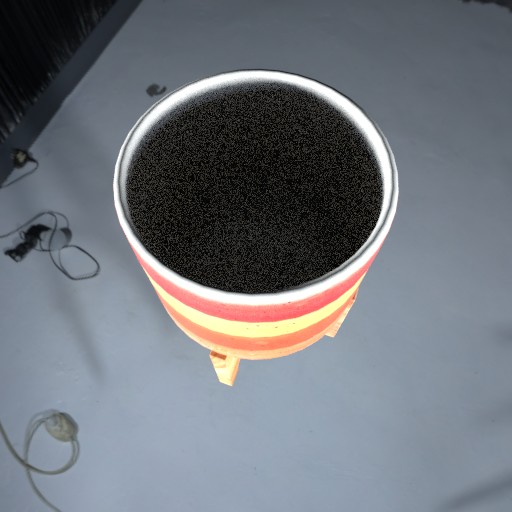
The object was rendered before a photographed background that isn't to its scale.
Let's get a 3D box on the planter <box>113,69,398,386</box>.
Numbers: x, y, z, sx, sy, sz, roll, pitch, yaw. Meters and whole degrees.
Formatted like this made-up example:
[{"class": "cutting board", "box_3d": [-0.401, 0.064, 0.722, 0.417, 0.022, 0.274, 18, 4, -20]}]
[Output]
[{"class": "planter", "box_3d": [0.000, 0.000, 0.415, 0.199, 0.268, 0.199, 0, 64, 0]}]
